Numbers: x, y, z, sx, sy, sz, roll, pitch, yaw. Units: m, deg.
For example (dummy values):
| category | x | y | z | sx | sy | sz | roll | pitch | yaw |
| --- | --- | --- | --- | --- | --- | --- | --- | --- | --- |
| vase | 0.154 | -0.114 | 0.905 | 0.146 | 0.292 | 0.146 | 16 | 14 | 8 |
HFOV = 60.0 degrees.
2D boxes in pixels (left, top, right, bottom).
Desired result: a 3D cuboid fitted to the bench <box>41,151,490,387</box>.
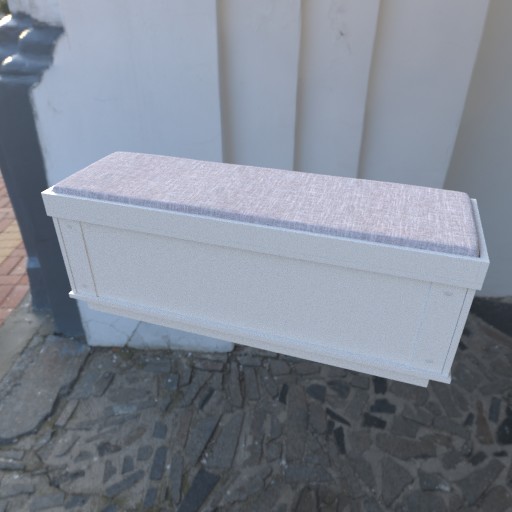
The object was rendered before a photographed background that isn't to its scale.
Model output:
| category | x | y | z | sx | sy | sz | roll | pitch | yaw |
| --- | --- | --- | --- | --- | --- | --- | --- | --- | --- |
| bench | 0.000 | 0.000 | 1.383 | 1.196 | 0.453 | 0.363 | 10 | 33 | 16 |
